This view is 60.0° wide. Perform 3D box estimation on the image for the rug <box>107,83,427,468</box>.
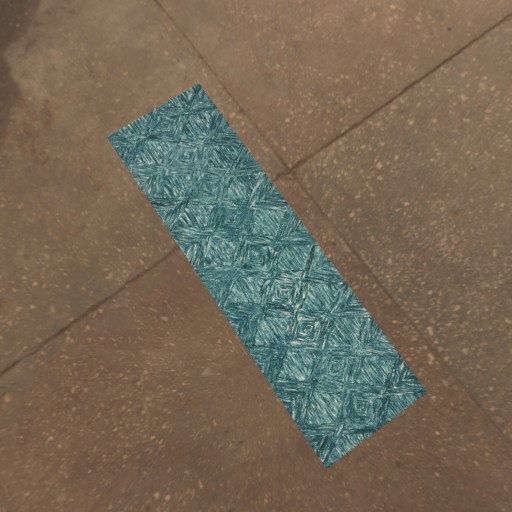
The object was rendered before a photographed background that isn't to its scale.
[{"bbox_3d":[0.000,0.000,2.562,0.676,0.016,2.286,-33,79,-8],"label":"rug"}]
